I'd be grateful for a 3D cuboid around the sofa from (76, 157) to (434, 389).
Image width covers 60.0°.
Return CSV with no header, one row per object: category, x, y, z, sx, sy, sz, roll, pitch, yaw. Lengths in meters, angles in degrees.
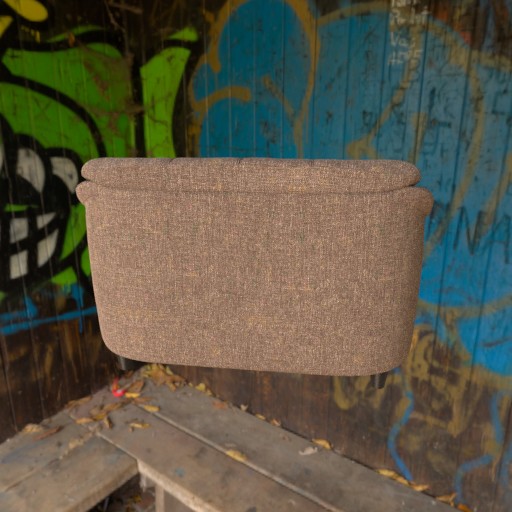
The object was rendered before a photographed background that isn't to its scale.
sofa,0.000,0.000,1.963,1.404,0.895,0.799,2,16,8
